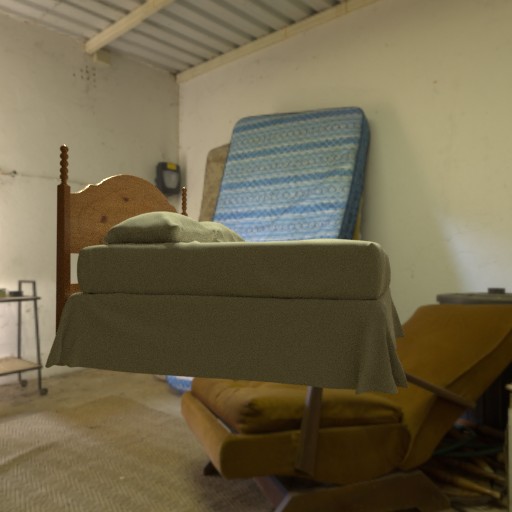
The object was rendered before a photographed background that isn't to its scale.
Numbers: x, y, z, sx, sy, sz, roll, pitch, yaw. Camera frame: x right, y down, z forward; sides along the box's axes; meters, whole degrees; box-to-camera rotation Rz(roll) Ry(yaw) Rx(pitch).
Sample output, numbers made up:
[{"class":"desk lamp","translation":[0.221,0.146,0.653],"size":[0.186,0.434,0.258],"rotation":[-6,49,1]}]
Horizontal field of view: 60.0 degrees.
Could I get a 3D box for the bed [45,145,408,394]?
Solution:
[{"class":"bed","translation":[0.000,0.000,3.187],"size":[2.040,1.356,1.873],"rotation":[0,-1,18]}]
